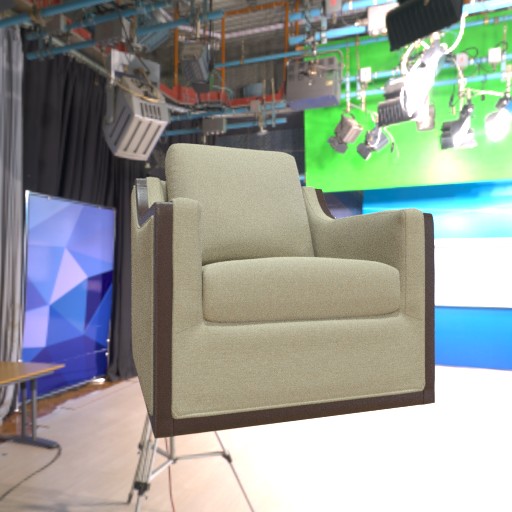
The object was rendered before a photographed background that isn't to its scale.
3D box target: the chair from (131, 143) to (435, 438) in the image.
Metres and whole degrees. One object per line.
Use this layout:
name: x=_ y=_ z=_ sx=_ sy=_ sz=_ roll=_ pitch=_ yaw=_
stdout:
chair: x=0.000 y=0.000 z=1.651 sx=0.870 sy=0.930 sz=0.950 roll=0 pitch=-1 yaw=-19
